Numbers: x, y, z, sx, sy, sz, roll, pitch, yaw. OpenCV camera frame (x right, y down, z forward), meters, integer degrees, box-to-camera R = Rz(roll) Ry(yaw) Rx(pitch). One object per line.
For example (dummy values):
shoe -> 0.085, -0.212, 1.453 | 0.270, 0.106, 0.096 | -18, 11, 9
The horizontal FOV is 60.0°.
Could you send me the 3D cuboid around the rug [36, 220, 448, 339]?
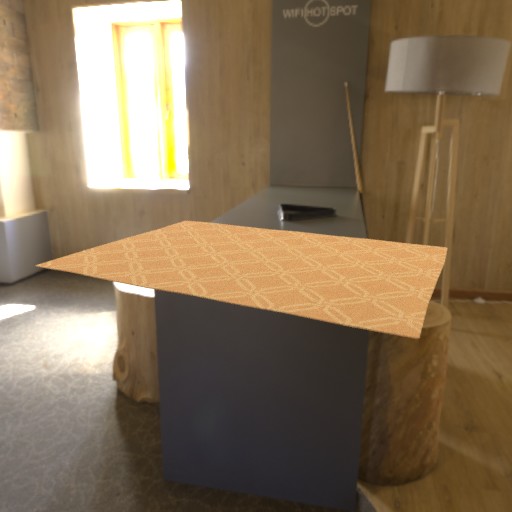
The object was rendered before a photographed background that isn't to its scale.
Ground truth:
rug -> 0.000, 0.000, 2.769 | 2.135, 0.013, 1.524 | 8, 17, 25
